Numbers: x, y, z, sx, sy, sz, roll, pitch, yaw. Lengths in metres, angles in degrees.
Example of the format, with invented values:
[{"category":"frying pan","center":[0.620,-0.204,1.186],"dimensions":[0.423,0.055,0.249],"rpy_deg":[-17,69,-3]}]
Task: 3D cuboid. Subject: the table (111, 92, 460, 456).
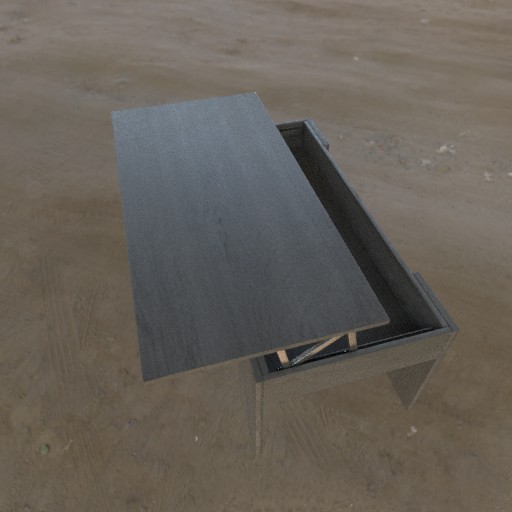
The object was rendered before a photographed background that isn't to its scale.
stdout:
[{"category":"table","center":[0.000,0.000,1.406],"dimensions":[0.711,0.570,1.000],"rpy_deg":[-12,48,-11]}]
